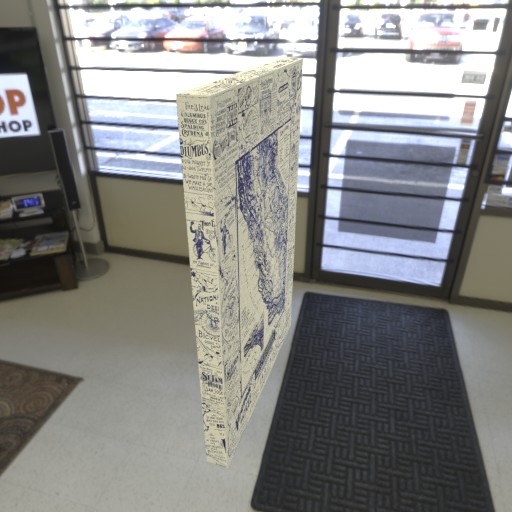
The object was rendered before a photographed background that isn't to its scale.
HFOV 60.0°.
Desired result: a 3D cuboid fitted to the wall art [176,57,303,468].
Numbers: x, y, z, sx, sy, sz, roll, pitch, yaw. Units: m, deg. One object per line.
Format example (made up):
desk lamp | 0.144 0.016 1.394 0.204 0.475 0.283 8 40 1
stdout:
wall art | 0.000 0.000 0.776 0.040 0.601 0.408 9 31 16
